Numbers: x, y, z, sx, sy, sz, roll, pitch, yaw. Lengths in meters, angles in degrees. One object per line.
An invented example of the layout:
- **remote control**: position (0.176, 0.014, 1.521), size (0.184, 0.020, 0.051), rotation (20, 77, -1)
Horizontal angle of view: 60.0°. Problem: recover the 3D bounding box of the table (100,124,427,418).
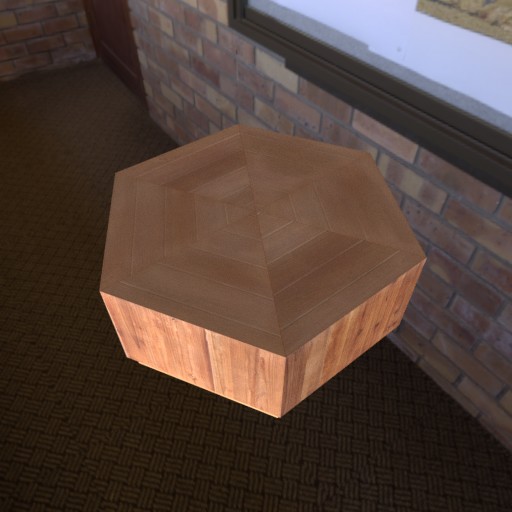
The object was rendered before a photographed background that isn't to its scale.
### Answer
- **table**: position (0.000, 0.000, 1.700), size (1.154, 0.456, 1.000), rotation (17, 49, 15)
